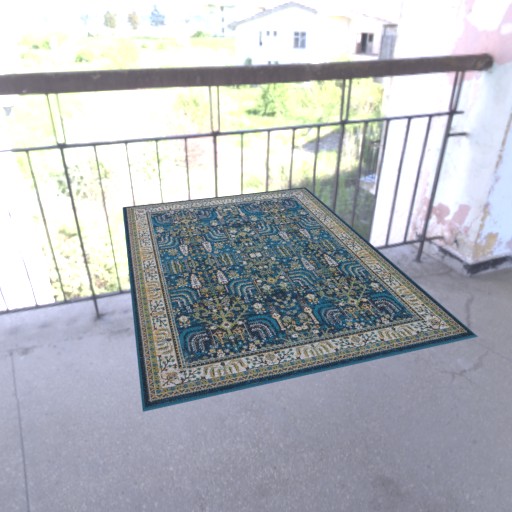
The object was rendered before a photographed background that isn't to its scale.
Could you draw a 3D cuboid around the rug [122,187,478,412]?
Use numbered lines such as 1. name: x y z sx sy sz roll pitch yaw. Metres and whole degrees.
1. rug: 0.000 0.000 4.001 2.226 0.015 3.044 -8 30 -15
